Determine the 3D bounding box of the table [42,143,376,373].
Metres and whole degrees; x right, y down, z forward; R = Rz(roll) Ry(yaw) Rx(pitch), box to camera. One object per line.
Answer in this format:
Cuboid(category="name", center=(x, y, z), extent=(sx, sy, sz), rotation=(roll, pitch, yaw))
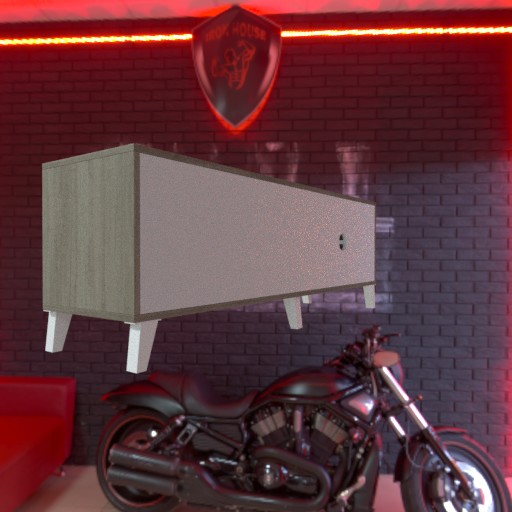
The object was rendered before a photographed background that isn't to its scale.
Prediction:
Cuboid(category="table", center=(0.000, 0.000, 1.741), extent=(0.400, 0.530, 1.500), rotation=(0, 1, 36))
